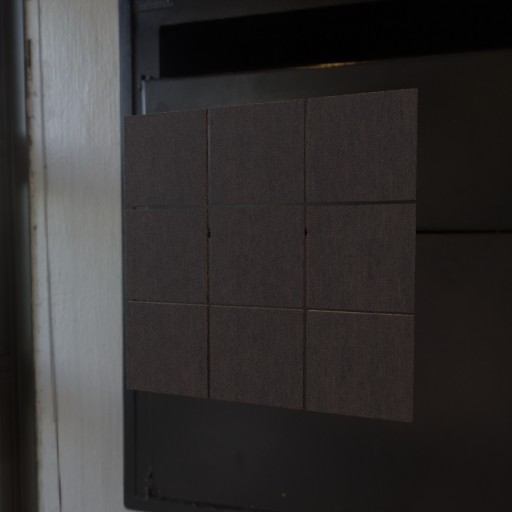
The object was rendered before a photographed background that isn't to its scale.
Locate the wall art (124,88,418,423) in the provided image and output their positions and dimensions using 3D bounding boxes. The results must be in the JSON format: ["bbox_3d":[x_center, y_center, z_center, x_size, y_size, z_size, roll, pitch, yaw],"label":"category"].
[{"bbox_3d":[0.000,0.000,1.353,0.915,0.914,0.013,1,3,18],"label":"wall art"}]
